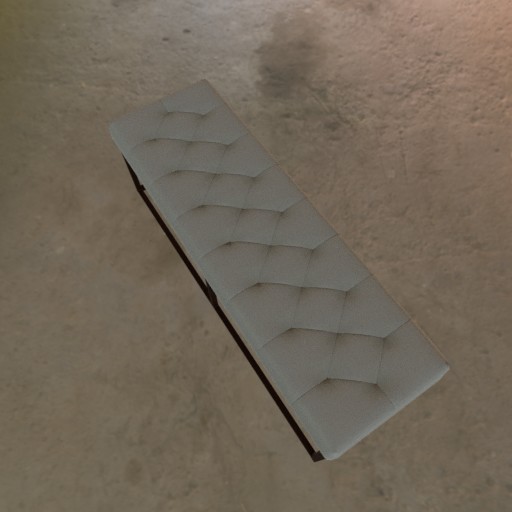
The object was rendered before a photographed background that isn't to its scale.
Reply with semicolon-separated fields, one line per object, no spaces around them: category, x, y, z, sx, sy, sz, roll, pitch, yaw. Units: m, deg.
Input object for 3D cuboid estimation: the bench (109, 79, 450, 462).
bench;0.000;0.000;1.754;0.479;0.488;1.488;-30;67;-14
